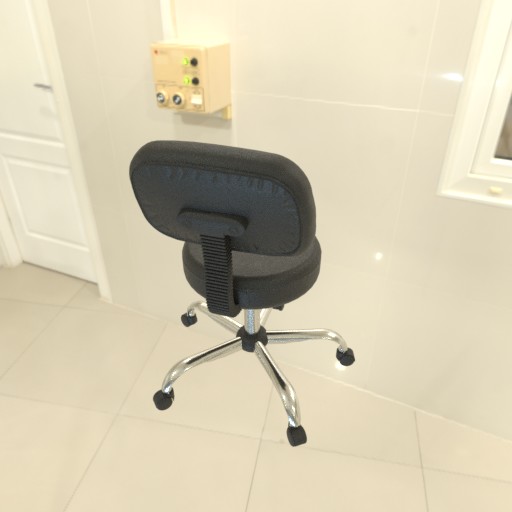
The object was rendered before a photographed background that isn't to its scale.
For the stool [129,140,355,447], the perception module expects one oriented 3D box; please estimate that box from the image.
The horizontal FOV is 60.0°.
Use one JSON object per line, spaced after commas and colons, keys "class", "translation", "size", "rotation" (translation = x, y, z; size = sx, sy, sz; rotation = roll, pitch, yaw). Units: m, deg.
{"class": "stool", "translation": [0.000, 0.000, 1.344], "size": [0.673, 0.862, 0.648], "rotation": [10, 34, 15]}
